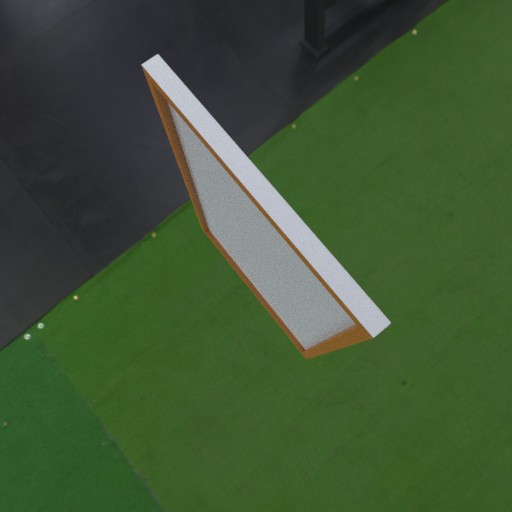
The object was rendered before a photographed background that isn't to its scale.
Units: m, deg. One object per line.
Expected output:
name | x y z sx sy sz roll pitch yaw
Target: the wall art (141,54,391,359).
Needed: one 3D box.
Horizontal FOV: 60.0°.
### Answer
wall art | 0.000 0.000 1.167 0.037 0.916 0.610 -37 78 -9
